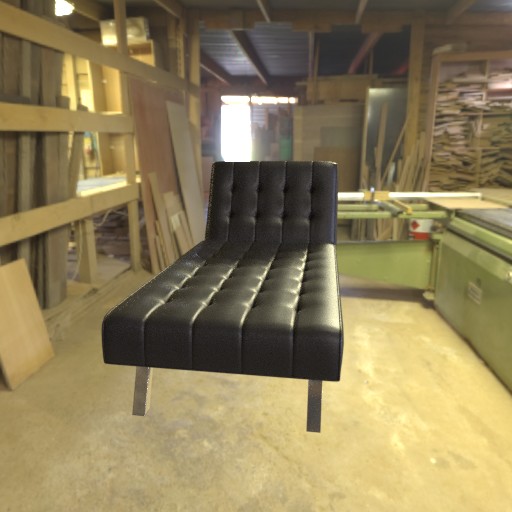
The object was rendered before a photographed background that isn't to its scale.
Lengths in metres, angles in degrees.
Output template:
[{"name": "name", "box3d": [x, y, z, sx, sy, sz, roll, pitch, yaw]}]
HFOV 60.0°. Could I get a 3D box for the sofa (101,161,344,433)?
[{"name": "sofa", "box3d": [0.000, 0.000, 2.047, 0.760, 0.820, 1.560, 2, 14, 9]}]
